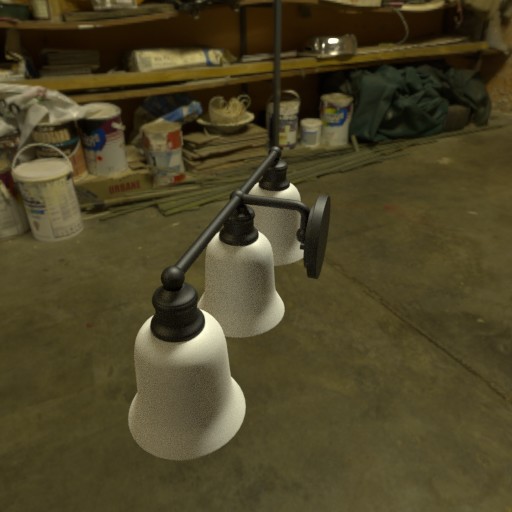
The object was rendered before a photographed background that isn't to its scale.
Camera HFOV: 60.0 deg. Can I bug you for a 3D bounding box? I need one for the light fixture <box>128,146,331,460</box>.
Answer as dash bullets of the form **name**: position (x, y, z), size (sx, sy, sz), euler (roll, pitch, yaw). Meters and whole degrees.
- **light fixture**: position (0.000, 0.000, 0.671), size (0.198, 0.211, 0.570), euler (9, 32, 14)
